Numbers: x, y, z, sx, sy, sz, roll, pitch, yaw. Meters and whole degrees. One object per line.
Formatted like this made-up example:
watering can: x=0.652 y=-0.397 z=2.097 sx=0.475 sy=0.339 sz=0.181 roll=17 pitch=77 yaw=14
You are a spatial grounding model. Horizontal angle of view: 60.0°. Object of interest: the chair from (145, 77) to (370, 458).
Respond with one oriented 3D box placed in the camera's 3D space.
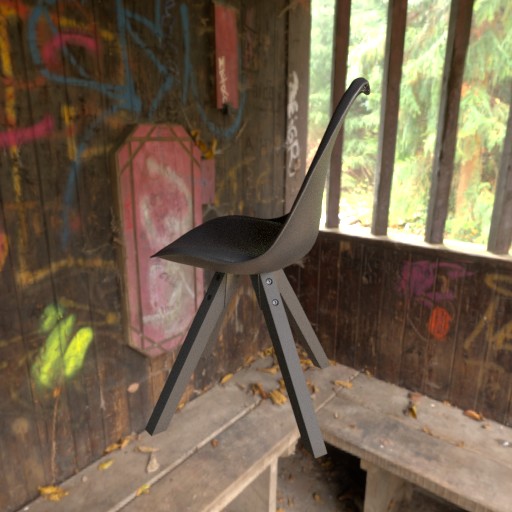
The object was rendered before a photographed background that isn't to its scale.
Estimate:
chair: x=0.000 y=0.000 z=1.173 sx=0.530 sy=0.850 sz=0.485 roll=3 pitch=16 yaw=10
